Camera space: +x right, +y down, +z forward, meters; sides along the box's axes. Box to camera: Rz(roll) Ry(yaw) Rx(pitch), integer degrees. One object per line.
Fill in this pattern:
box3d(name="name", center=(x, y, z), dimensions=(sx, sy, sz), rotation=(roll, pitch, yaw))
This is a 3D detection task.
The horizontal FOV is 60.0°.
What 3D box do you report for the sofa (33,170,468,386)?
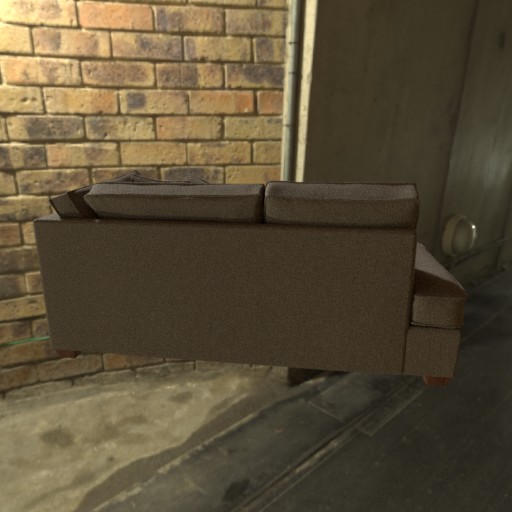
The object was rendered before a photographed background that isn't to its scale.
box3d(name="sofa", center=(0.000, 0.000, 2.774), dimensions=(2.237, 1.033, 1.110), rotation=(2, 17, 8))
